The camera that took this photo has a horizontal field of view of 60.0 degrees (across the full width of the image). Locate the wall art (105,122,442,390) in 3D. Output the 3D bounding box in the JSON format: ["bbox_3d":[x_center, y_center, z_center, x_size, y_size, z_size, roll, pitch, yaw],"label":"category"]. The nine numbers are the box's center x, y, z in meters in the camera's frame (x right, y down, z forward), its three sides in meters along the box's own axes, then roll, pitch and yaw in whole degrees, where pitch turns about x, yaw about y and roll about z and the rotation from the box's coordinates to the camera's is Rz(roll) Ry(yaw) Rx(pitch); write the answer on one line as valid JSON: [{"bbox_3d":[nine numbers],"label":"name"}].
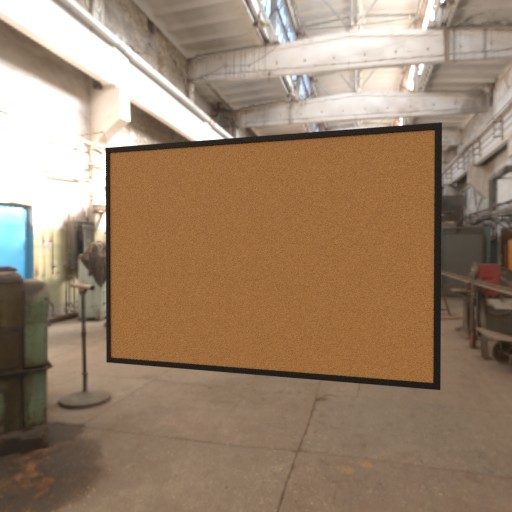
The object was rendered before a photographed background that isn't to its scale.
[{"bbox_3d":[0.000,0.000,0.858,0.664,0.458,0.013,0,1,16],"label":"wall art"}]
